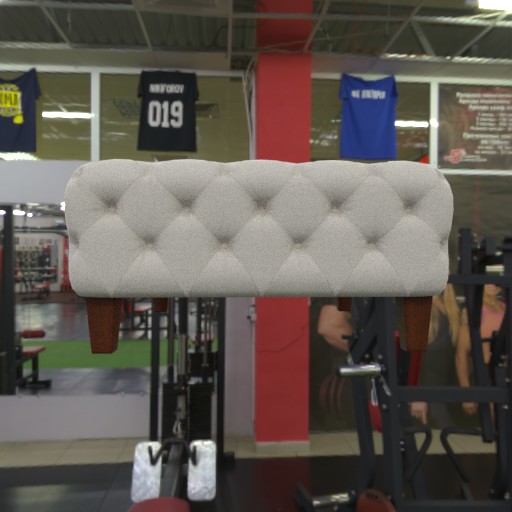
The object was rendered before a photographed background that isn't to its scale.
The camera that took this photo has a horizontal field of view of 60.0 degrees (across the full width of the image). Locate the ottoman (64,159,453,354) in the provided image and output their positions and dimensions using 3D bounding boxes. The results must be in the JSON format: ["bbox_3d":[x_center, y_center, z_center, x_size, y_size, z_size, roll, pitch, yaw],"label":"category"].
[{"bbox_3d":[0.000,0.000,1.191,0.753,0.376,0.755,0,0,-2],"label":"ottoman"}]
